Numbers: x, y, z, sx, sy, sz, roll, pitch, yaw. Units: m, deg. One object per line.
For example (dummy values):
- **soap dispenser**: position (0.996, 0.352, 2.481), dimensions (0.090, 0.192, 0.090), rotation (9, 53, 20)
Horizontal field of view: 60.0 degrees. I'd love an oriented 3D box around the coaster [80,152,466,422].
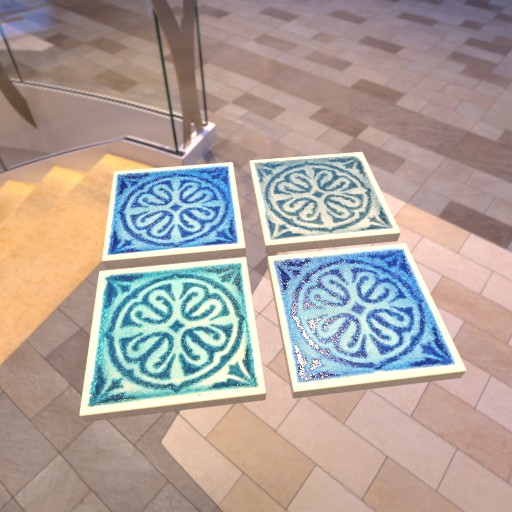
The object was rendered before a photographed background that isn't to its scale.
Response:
- **coaster**: position (0.000, 0.000, 0.321), dimensions (0.219, 0.010, 0.214), rotation (-5, 49, -5)
